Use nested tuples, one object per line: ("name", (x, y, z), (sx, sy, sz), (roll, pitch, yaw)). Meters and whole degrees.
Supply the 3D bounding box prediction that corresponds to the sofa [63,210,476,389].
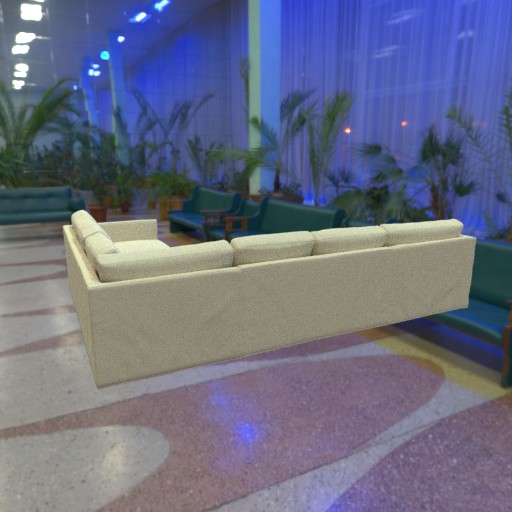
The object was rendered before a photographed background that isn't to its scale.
("sofa", (0.000, 0.000, 4.510), (3.464, 0.882, 2.448), (-7, 16, -26))
